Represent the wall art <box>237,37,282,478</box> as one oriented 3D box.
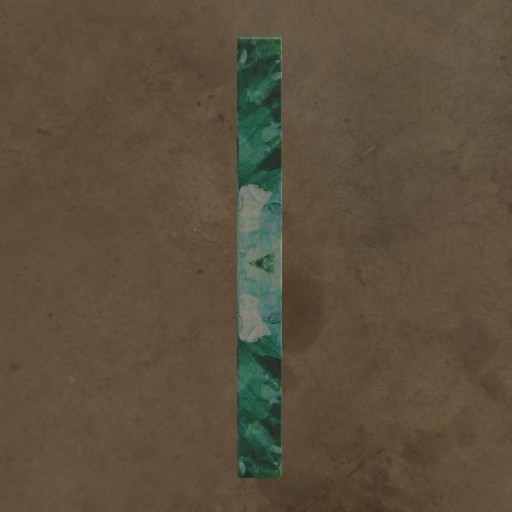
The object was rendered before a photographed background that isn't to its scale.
[{"bbox_3d":[0.000,0.000,0.469,0.033,0.313,0.313,0,91,-1],"label":"wall art"}]
